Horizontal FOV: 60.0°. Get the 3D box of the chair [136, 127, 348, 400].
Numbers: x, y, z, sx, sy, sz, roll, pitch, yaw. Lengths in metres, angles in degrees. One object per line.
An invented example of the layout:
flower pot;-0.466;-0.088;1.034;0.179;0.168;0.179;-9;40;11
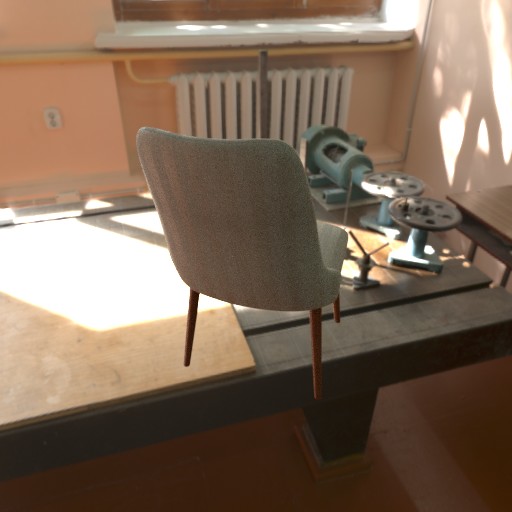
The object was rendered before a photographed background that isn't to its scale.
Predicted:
chair;0.000;0.000;1.342;0.526;0.917;0.684;10;33;15
